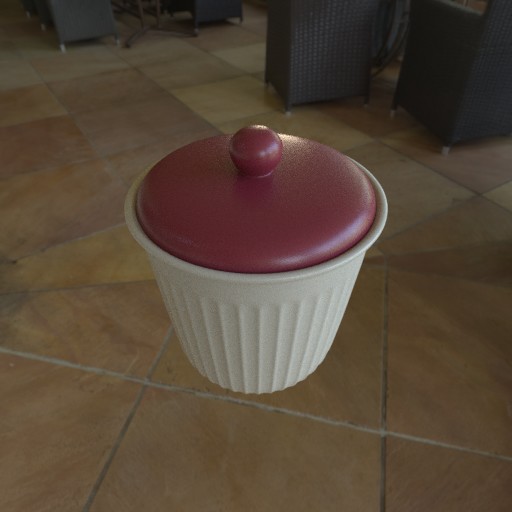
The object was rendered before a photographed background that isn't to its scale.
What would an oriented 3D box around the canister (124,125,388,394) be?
[{"bbox_3d":[0.000,0.000,0.350,0.181,0.211,0.181,0,40,0],"label":"canister"}]
